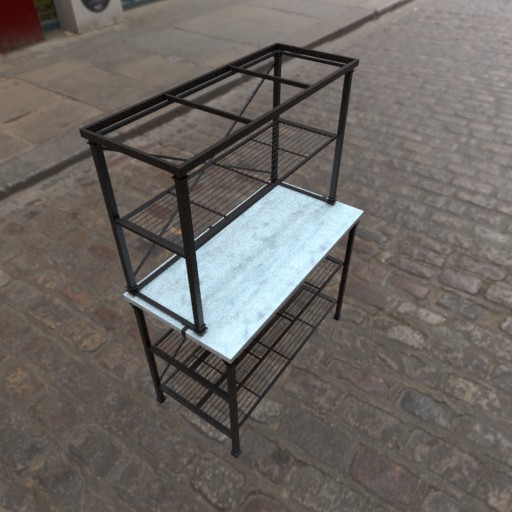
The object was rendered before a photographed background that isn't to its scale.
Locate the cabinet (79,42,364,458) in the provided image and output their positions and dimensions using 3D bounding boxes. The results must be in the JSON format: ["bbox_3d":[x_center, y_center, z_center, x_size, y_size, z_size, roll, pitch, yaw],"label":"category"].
[{"bbox_3d":[0.000,0.000,2.241,0.610,1.659,1.210,25,47,26],"label":"cabinet"}]
